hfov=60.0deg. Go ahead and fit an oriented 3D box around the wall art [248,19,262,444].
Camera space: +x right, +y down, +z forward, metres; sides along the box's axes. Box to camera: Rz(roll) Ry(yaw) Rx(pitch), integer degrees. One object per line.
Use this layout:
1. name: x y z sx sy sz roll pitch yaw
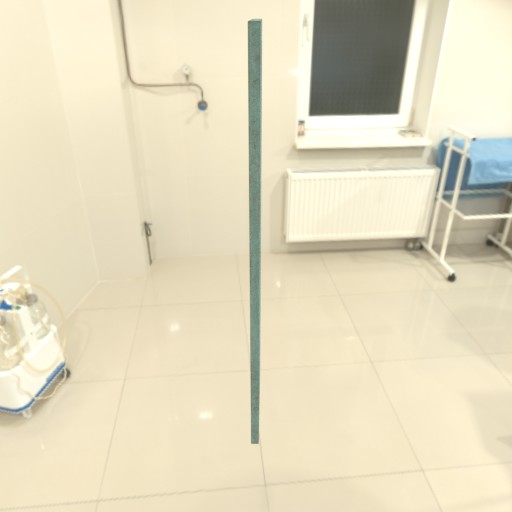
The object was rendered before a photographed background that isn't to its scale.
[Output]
1. wall art: 0.000 0.000 1.296 0.025 1.219 0.329 1 29 1
